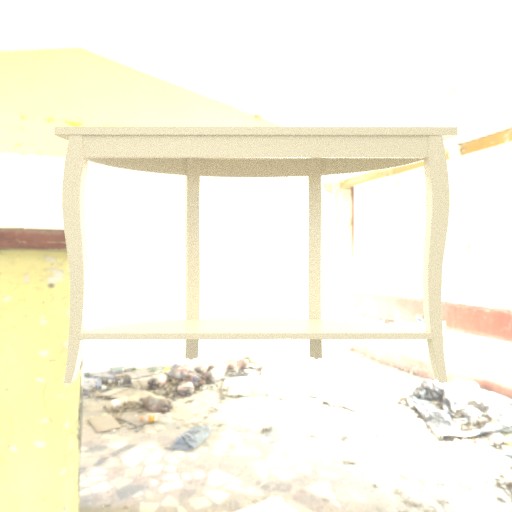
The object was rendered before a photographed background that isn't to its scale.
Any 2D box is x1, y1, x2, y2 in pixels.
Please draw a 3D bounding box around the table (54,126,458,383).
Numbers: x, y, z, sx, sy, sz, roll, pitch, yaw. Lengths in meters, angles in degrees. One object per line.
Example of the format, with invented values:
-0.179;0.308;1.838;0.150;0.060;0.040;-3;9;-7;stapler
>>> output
0.000;0.000;1.533;1.219;0.780;0.394;0;0;0;table
